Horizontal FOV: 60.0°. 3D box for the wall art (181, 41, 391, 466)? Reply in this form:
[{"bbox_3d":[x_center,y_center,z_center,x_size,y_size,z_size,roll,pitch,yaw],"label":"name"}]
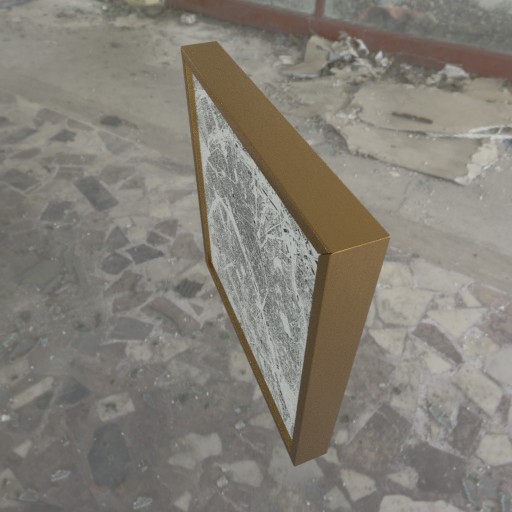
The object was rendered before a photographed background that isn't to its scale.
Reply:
[{"bbox_3d":[0.000,0.000,0.442,0.037,0.305,0.305,-16,47,-15],"label":"wall art"}]
